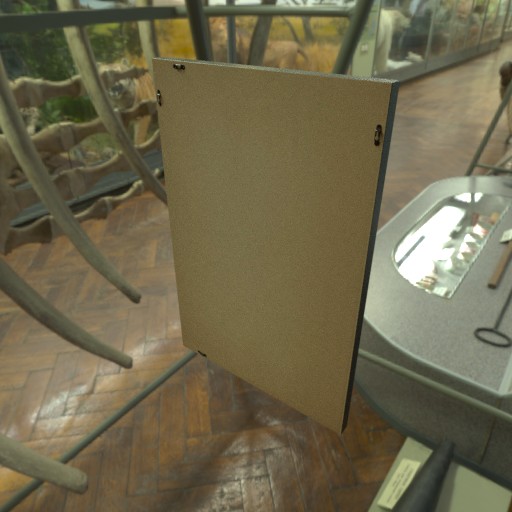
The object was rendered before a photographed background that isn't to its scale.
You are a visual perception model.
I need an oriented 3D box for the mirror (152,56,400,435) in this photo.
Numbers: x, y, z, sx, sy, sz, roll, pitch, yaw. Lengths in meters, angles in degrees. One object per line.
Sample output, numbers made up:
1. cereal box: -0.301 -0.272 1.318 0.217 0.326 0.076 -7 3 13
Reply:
1. mirror: 0.000 0.000 1.160 0.609 0.915 0.041 21 36 31
